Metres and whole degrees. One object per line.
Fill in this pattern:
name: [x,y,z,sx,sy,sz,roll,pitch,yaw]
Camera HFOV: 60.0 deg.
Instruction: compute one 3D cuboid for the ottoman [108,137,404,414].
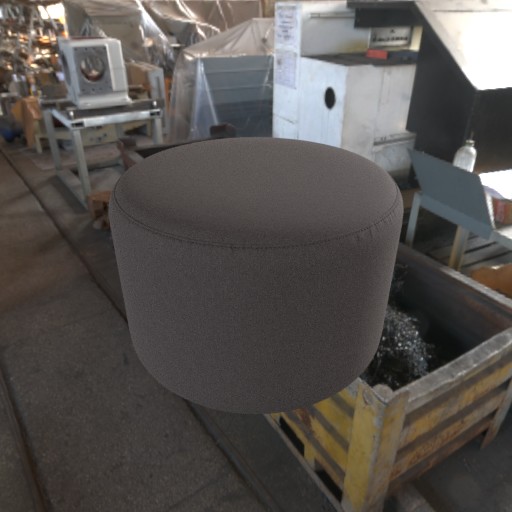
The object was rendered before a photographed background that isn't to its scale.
ottoman: [0.000,0.000,1.024,0.608,0.433,0.608,0,30,0]
